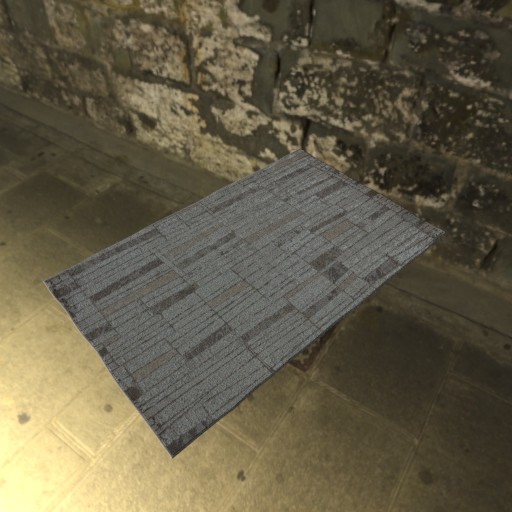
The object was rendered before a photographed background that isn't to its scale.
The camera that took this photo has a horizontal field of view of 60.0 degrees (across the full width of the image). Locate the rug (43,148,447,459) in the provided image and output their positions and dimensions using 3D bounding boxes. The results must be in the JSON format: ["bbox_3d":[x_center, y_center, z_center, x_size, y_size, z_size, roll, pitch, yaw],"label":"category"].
[{"bbox_3d":[0.000,0.000,3.116,2.444,0.023,1.531,-32,54,-28],"label":"rug"}]
